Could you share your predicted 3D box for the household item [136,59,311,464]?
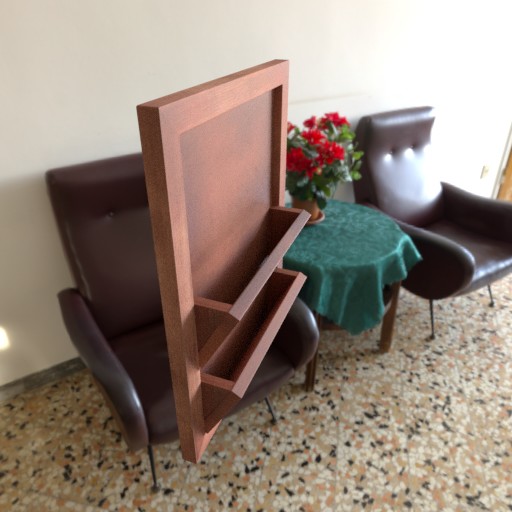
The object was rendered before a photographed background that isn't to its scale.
[{"bbox_3d":[0.000,0.000,0.539,0.067,0.407,0.310,11,32,18],"label":"household item"}]
